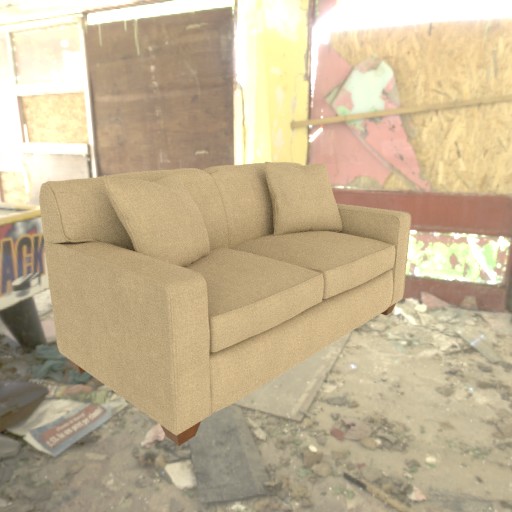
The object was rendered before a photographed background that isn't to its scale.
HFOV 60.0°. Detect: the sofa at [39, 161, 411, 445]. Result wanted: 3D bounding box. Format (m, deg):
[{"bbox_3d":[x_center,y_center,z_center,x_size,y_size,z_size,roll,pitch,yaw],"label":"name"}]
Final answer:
[{"bbox_3d":[0.000,0.000,2.412,0.998,0.958,1.846,14,21,41],"label":"sofa"}]
